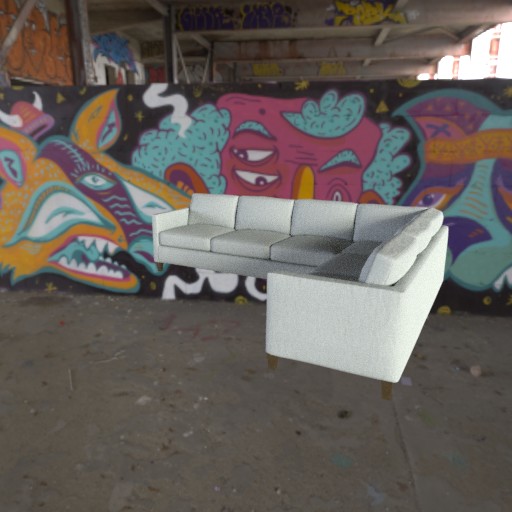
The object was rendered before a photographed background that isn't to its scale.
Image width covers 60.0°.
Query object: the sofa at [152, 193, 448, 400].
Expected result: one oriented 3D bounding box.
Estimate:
[{"bbox_3d":[0.000,0.000,4.453,3.333,0.934,2.522,8,16,27],"label":"sofa"}]
